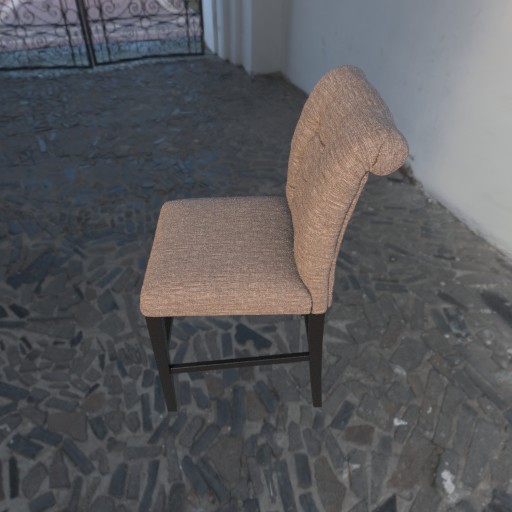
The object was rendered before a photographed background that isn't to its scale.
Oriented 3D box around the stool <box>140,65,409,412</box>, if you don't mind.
[{"bbox_3d":[0.000,0.000,1.316,0.611,0.970,0.457,-1,41,-1],"label":"stool"}]
